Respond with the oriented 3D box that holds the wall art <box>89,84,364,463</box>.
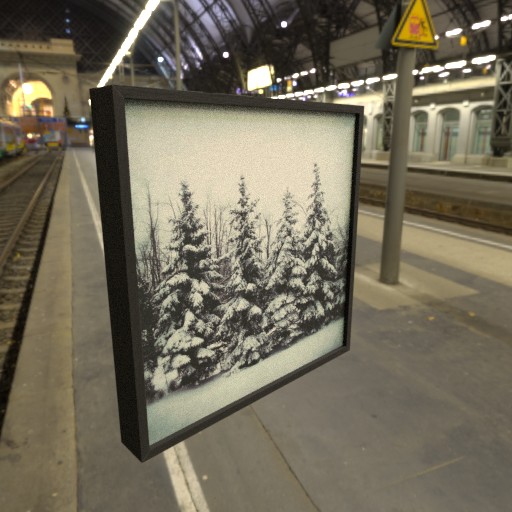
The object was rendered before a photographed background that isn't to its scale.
[{"bbox_3d":[0.000,0.000,0.456,0.305,0.305,0.037,-14,20,-42],"label":"wall art"}]
